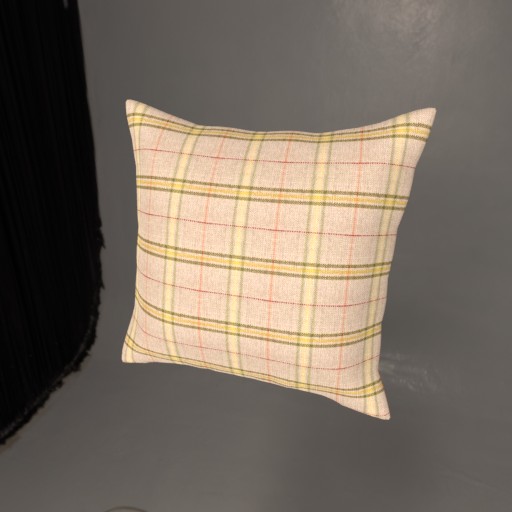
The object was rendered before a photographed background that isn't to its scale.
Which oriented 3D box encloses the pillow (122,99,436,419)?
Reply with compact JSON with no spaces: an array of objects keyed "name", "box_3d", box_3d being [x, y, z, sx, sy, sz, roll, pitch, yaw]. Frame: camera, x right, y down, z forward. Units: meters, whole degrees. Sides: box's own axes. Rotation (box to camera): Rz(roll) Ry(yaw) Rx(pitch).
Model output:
[{"name":"pillow","box_3d":[0.000,0.000,0.670,0.453,0.430,0.200,7,26,15]}]
